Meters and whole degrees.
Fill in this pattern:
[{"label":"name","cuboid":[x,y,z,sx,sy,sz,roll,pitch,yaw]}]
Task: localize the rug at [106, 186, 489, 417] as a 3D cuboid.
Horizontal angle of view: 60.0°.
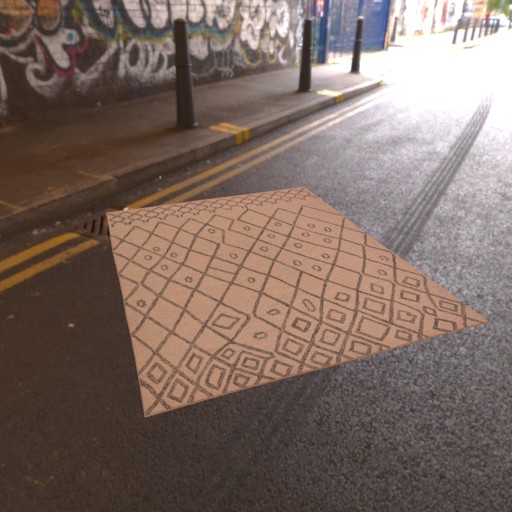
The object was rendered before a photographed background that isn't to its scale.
[{"label":"rug","cuboid":[0.000,0.000,4.061,2.446,0.015,3.046,-10,30,-18]}]
